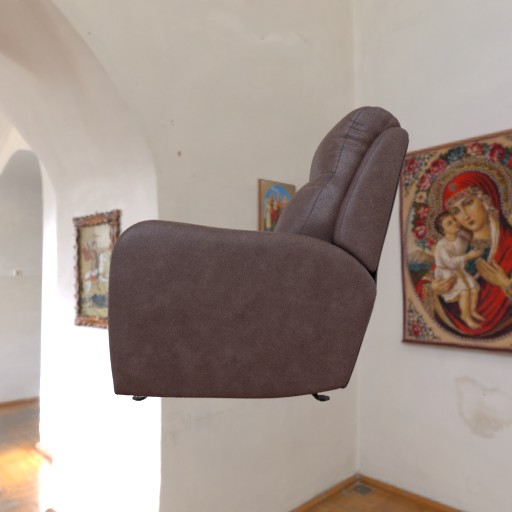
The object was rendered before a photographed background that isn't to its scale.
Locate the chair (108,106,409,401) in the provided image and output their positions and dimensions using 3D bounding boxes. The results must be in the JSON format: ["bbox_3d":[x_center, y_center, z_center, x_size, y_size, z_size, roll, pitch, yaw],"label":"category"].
[{"bbox_3d":[0.000,0.000,1.853,1.067,1.067,0.865,0,-2,0],"label":"chair"}]
